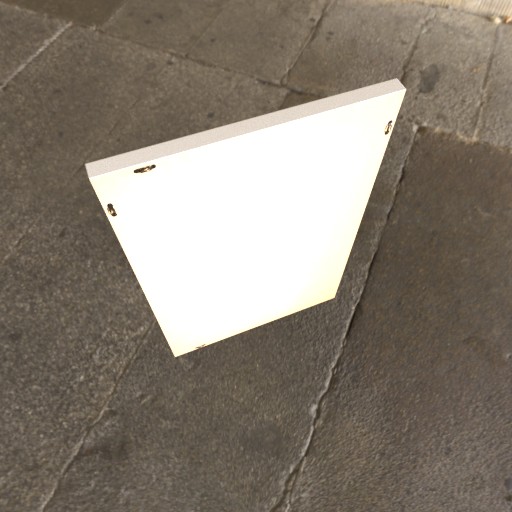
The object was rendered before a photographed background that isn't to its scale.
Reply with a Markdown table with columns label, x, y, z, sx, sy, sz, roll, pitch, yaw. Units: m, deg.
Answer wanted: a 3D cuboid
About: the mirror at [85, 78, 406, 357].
| label | x | y | z | sx | sy | sz | roll | pitch | yaw |
| --- | --- | --- | --- | --- | --- | --- | --- | --- | --- |
| mirror | 0.000 | 0.000 | 1.192 | 0.609 | 0.915 | 0.041 | -19 | 61 | -11 |
